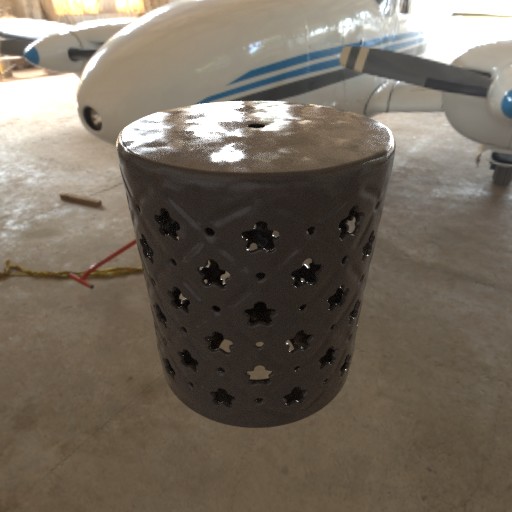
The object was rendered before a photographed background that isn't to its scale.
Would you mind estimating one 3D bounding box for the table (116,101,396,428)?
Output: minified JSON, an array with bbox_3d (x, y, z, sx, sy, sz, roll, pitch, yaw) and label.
[{"bbox_3d":[0.000,0.000,0.665,0.352,0.387,0.352,0,30,0],"label":"table"}]
